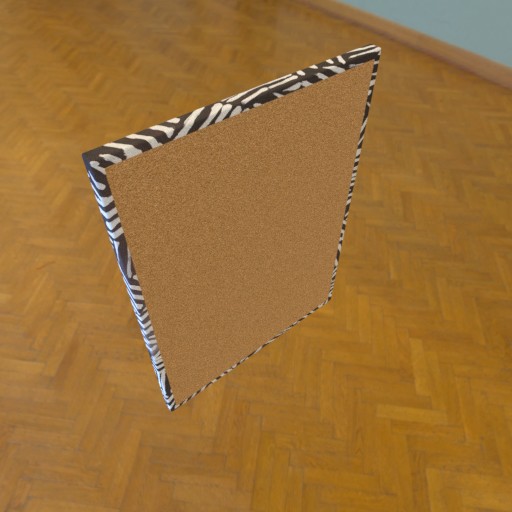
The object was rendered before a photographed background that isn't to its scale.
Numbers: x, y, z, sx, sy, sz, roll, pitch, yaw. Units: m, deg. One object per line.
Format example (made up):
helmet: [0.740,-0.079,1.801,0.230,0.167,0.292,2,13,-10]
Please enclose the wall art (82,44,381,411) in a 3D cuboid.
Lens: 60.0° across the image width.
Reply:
wall art: [0.000,0.000,1.307,0.765,1.017,0.038,-30,54,-25]
